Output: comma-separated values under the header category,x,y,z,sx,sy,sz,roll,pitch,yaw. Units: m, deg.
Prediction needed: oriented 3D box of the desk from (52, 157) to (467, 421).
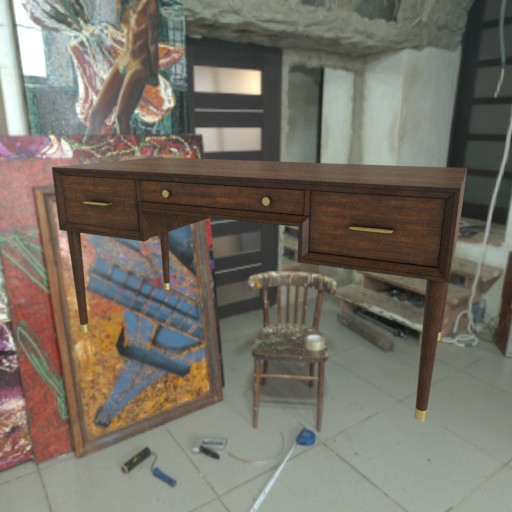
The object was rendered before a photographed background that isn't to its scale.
category,x,y,z,sx,sy,sz,roll,pitch,yaw
desk,0.000,0.000,1.943,1.575,0.762,0.724,8,18,25
